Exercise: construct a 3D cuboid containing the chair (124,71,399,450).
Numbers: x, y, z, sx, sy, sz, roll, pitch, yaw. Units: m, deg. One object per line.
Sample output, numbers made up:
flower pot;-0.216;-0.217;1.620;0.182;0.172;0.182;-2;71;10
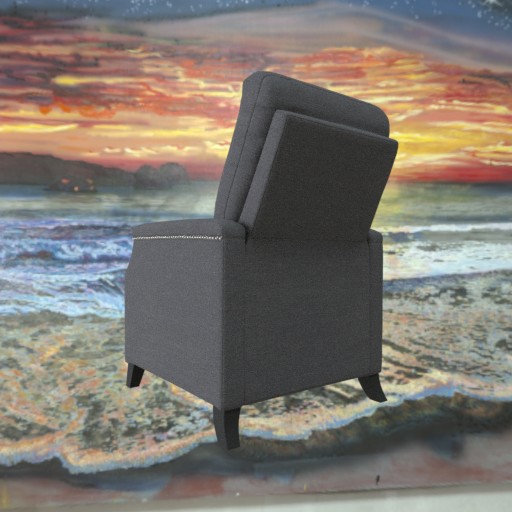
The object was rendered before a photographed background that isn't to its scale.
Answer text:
chair;0.000;0.000;1.661;0.710;1.049;0.922;0;0;-37
